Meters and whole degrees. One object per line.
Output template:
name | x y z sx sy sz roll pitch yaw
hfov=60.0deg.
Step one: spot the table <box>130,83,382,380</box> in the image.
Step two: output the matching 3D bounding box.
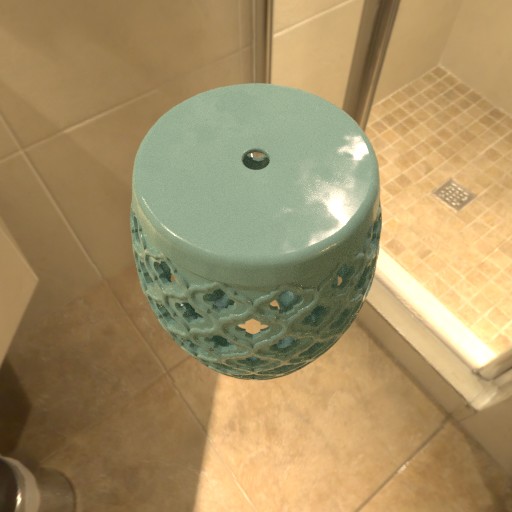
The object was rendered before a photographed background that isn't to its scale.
table | 0.000 0.000 0.632 0.325 0.388 0.325 0 58 0
